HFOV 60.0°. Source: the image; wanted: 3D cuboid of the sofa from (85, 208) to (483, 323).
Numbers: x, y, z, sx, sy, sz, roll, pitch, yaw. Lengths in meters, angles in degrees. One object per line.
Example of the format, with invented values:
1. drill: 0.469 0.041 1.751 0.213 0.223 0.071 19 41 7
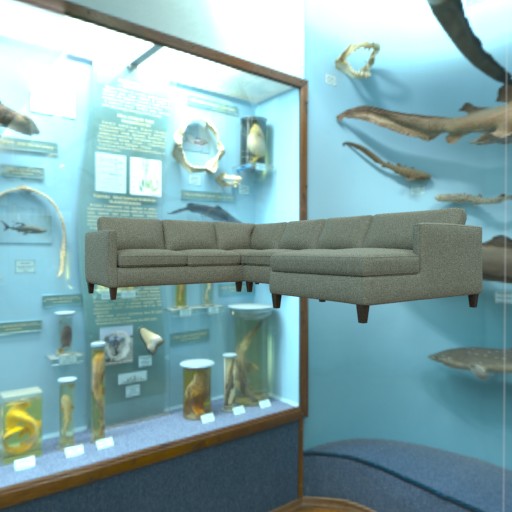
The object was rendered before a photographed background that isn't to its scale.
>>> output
1. sofa: 0.000 0.000 4.520 2.551 0.889 3.403 -1 1 -36
